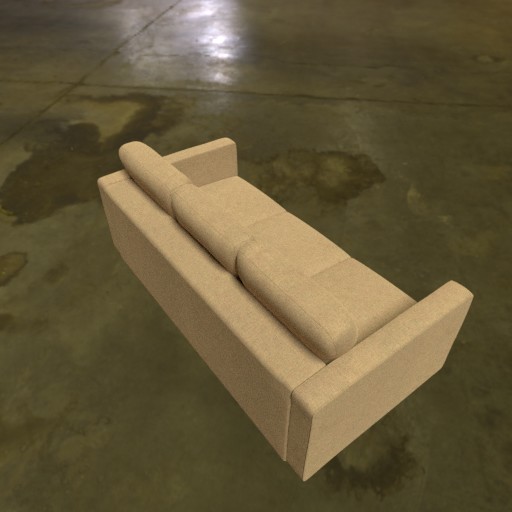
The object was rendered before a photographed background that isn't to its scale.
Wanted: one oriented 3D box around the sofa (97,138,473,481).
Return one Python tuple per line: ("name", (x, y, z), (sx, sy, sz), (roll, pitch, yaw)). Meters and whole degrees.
("sofa", (0.000, 0.000, 2.326), (0.930, 0.800, 1.855), (-26, 47, -27))
